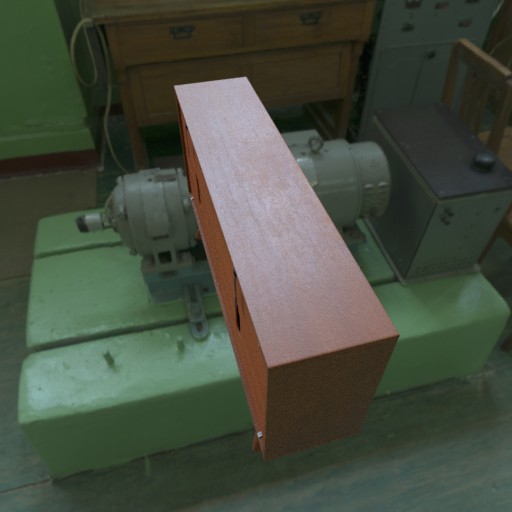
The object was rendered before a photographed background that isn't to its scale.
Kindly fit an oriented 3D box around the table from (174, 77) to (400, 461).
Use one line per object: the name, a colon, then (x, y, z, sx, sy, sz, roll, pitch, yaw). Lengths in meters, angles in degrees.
table: (0.000, 0.000, 1.533, 0.308, 0.698, 1.220, -12, 48, -11)
